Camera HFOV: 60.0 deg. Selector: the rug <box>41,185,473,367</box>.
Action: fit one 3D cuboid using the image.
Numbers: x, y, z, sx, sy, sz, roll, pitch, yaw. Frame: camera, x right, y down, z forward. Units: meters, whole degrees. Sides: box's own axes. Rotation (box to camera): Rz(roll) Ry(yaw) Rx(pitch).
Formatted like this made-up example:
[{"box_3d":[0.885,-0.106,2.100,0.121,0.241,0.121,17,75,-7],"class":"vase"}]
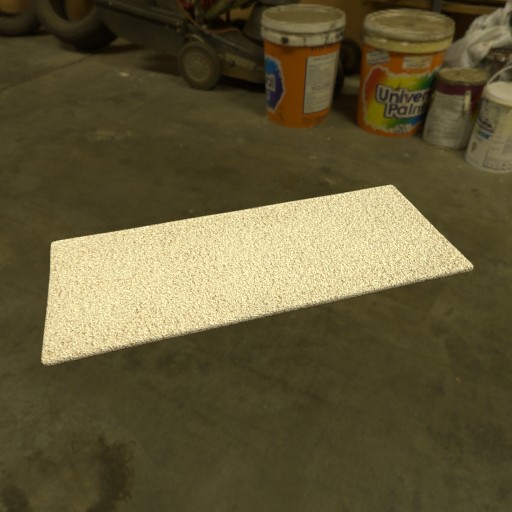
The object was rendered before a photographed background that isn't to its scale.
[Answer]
[{"box_3d":[0.000,0.000,1.714,1.524,0.030,0.609,-11,42,-12],"class":"rug"}]
